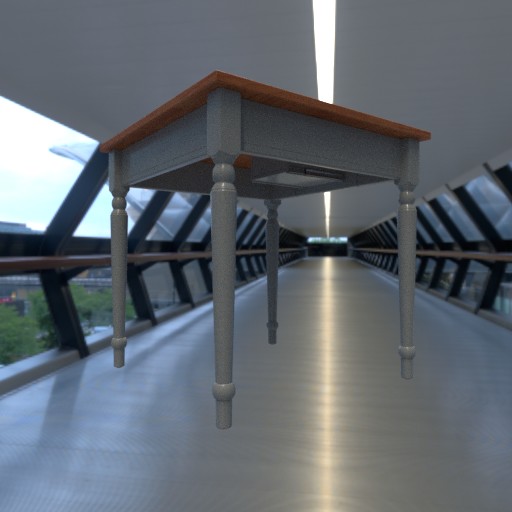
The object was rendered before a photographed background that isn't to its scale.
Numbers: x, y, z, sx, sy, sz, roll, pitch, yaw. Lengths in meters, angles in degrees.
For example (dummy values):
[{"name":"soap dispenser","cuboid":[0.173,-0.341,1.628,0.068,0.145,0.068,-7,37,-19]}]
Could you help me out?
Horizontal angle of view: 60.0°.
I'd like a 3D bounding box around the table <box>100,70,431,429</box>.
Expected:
[{"name":"table","cuboid":[0.000,0.000,1.400,0.747,0.738,0.747,0,0,-36]}]
